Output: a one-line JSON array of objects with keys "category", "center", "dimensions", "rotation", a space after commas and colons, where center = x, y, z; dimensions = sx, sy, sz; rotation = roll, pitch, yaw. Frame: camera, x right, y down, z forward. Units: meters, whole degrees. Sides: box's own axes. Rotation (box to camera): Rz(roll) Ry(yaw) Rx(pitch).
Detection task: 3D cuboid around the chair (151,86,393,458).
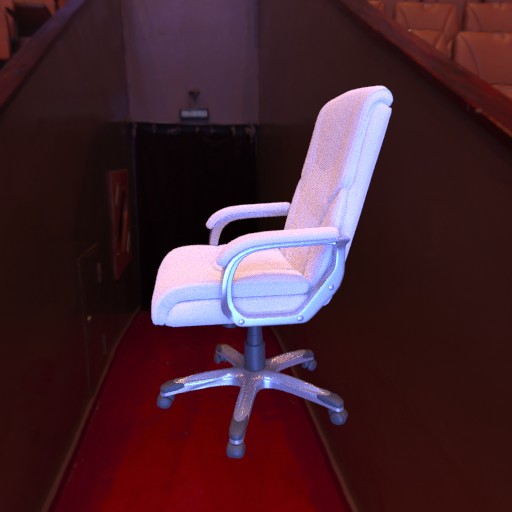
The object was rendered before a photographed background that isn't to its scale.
[{"category": "chair", "center": [0.000, 0.000, 1.564], "dimensions": [0.738, 1.120, 0.687], "rotation": [-2, 14, -9]}]
